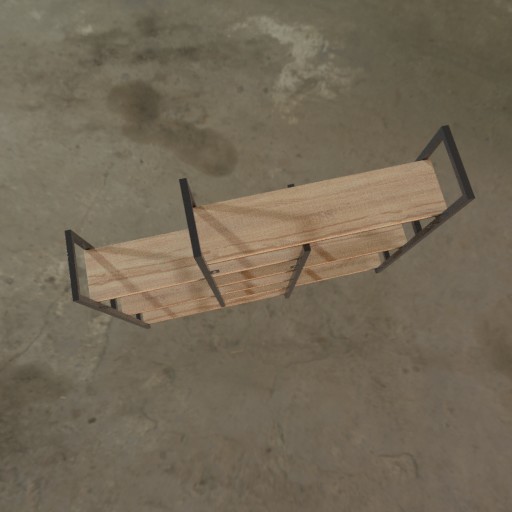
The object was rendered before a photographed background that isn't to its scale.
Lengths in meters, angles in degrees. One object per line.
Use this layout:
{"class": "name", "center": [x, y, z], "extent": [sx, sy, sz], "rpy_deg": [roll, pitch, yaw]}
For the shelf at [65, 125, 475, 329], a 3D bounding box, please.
{"class": "shelf", "center": [0.000, 0.000, 1.406], "extent": [0.946, 0.921, 0.183], "rpy_deg": [-12, 76, -3]}
